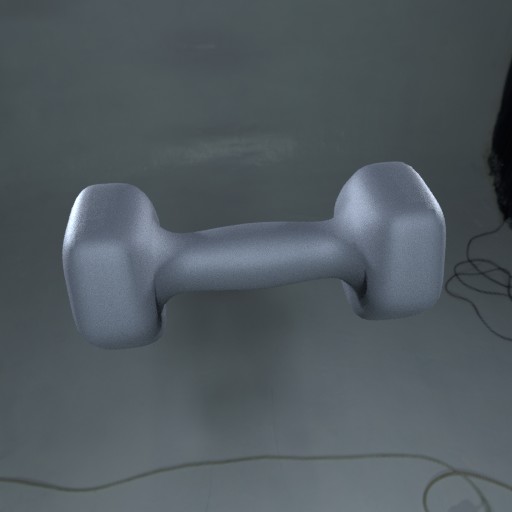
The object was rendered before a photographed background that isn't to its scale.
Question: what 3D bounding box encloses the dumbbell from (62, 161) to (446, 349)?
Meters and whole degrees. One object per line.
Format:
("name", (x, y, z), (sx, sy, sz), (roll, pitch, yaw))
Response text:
("dumbbell", (0.000, 0.000, 0.306), (0.240, 0.105, 0.116), (-5, 46, -5))
